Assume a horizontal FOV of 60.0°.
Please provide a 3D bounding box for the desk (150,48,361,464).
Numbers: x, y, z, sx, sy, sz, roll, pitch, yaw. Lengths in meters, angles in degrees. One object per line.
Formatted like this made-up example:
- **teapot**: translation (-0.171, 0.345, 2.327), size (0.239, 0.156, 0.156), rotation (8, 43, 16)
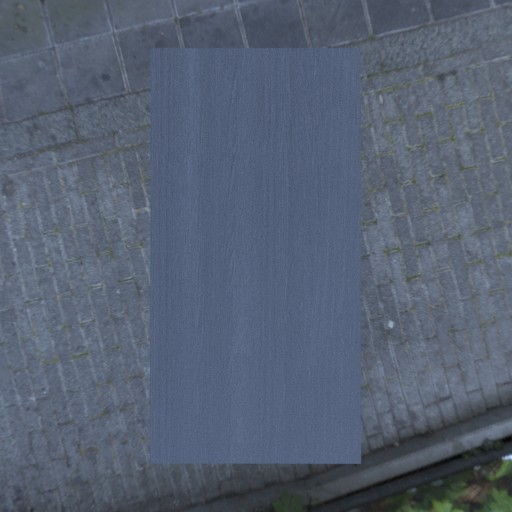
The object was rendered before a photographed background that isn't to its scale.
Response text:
- **desk**: translation (0.000, 0.000, 1.537), size (0.557, 0.729, 1.099), rotation (0, 90, 0)
